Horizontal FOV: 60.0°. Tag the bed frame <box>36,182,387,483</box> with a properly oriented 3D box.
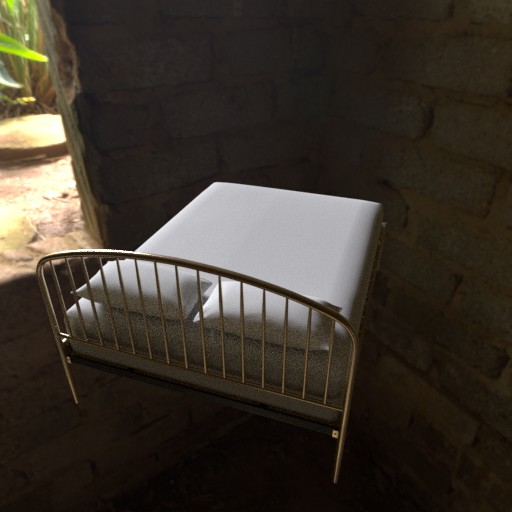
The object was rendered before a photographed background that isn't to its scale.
[{"bbox_3d":[0.000,0.000,3.040,1.612,1.175,2.152,10,32,16],"label":"bed frame"}]
